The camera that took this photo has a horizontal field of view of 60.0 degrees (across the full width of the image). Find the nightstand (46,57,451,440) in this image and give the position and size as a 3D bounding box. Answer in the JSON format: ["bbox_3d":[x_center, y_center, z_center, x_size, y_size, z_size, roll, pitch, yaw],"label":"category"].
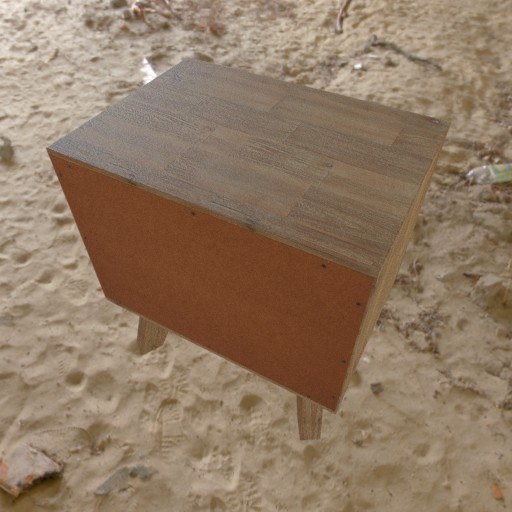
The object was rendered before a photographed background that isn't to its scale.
[{"bbox_3d":[0.000,0.000,0.951,0.552,0.589,0.396,22,50,19],"label":"nightstand"}]
